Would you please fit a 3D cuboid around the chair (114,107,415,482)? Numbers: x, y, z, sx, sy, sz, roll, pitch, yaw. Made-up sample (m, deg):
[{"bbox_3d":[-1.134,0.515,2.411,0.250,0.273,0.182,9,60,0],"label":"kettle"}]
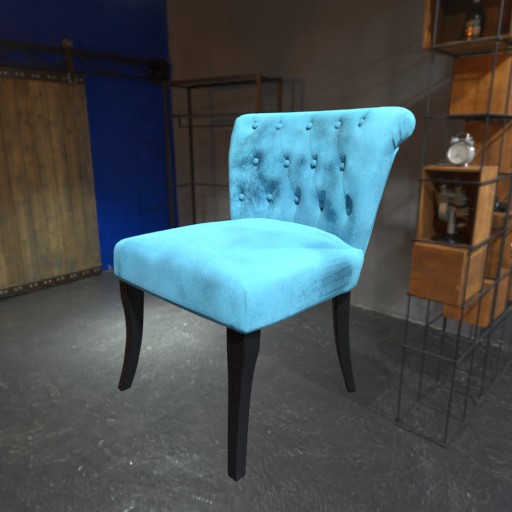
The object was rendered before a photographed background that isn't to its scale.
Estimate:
[{"bbox_3d":[0.000,0.000,1.175,0.605,0.750,0.582,-14,21,-43],"label":"chair"}]
